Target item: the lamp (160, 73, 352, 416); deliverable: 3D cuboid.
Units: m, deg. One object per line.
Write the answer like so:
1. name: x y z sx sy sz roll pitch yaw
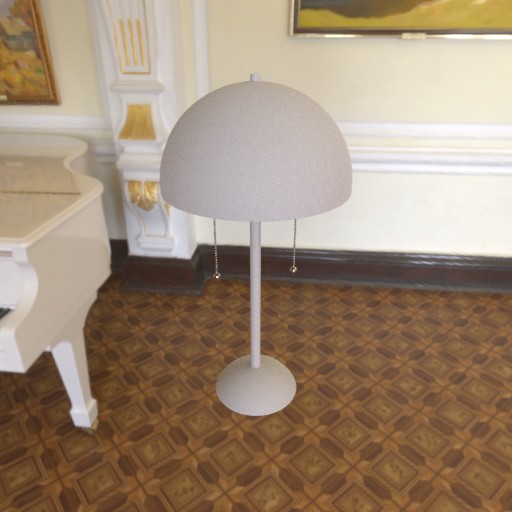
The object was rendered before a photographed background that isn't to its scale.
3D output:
1. lamp: 0.000 0.000 0.434 0.171 0.330 0.171 0 26 0
